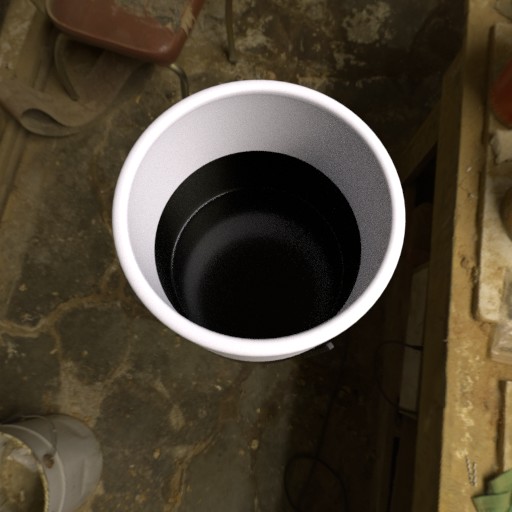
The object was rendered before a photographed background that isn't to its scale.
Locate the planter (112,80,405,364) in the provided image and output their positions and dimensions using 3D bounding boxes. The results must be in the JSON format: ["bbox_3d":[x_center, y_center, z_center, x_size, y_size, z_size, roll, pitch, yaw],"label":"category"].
[{"bbox_3d":[0.000,0.000,0.658,0.310,0.432,0.310,11,75,3],"label":"planter"}]
